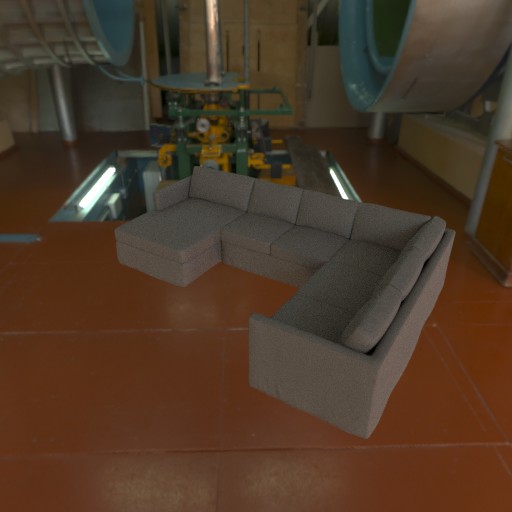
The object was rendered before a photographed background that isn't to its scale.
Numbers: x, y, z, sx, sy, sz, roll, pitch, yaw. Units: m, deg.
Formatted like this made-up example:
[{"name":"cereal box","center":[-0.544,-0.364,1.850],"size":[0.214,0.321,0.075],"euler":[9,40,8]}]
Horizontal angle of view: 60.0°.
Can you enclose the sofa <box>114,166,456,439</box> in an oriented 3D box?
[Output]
[{"name":"sofa","center":[0.000,0.000,4.694],"size":[3.528,0.878,2.476],"euler":[17,34,28]}]
